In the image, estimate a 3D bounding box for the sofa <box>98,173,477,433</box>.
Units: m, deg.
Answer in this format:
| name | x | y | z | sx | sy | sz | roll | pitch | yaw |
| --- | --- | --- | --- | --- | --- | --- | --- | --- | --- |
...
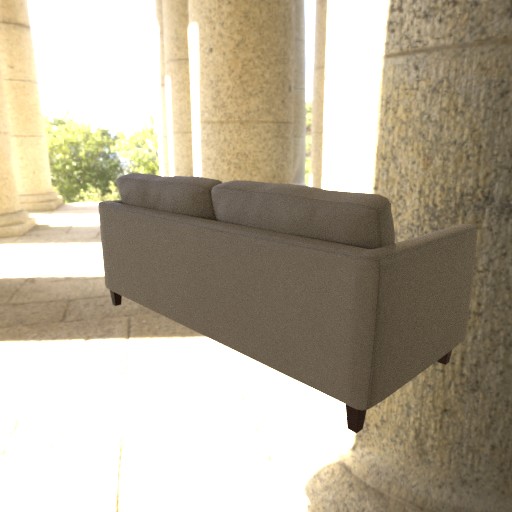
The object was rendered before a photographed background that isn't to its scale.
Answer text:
| name | x | y | z | sx | sy | sz | roll | pitch | yaw |
| --- | --- | --- | --- | --- | --- | --- | --- | --- | --- |
| sofa | 0.000 | 0.000 | 2.631 | 0.948 | 0.932 | 2.181 | -13 | 19 | -42 |
